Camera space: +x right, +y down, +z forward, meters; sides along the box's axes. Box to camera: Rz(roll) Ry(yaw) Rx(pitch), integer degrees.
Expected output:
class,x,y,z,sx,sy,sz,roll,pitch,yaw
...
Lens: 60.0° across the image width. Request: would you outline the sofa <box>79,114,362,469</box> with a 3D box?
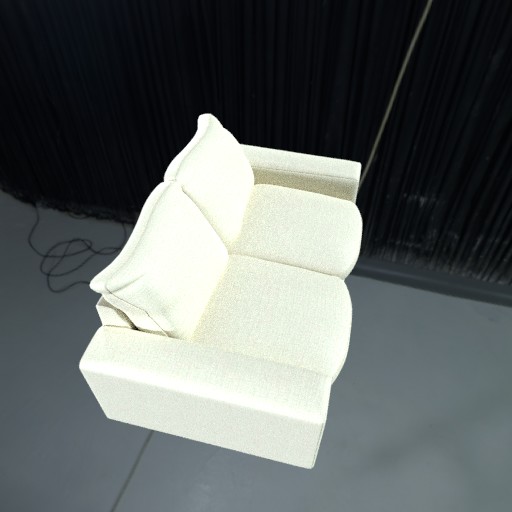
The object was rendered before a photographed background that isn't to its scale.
class,x,y,z,sx,sy,sz,roll,pitch,yaw
sofa,0.000,0.000,2.394,1.091,0.875,1.754,10,47,9
